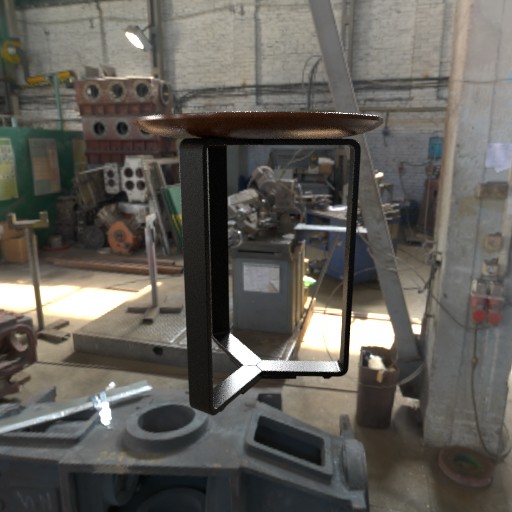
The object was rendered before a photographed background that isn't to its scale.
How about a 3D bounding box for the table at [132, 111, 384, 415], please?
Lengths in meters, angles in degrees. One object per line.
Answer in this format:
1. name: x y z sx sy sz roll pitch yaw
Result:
1. table: 0.000 0.000 0.768 0.380 0.450 0.410 -8 16 -28
